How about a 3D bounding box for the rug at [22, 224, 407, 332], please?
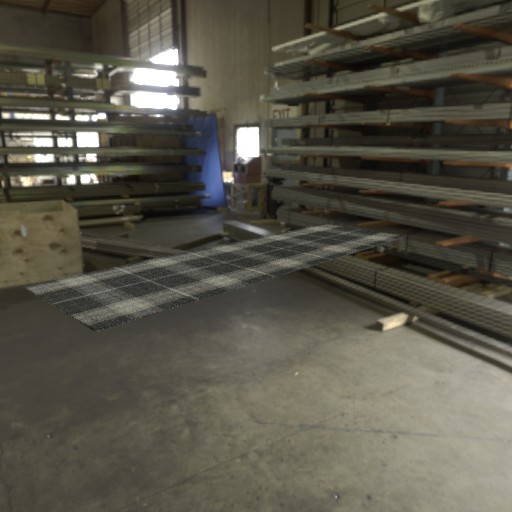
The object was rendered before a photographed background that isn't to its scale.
[{"bbox_3d":[0.000,0.000,2.706,0.760,0.012,2.434,13,19,43],"label":"rug"}]
